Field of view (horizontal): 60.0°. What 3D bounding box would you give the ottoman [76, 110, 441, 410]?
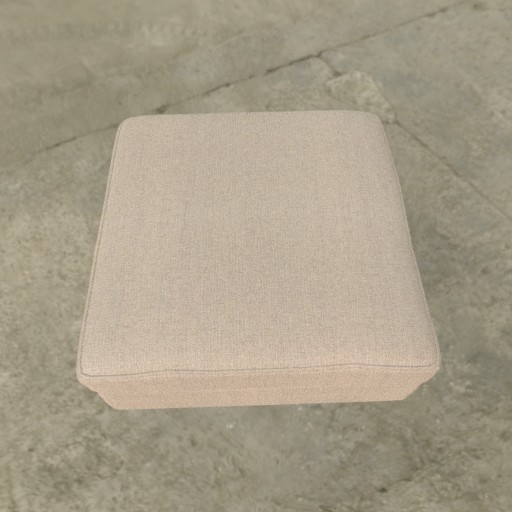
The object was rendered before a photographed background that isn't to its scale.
[{"bbox_3d":[0.000,0.000,1.334,0.838,0.481,0.838,-2,59,-1],"label":"ottoman"}]
